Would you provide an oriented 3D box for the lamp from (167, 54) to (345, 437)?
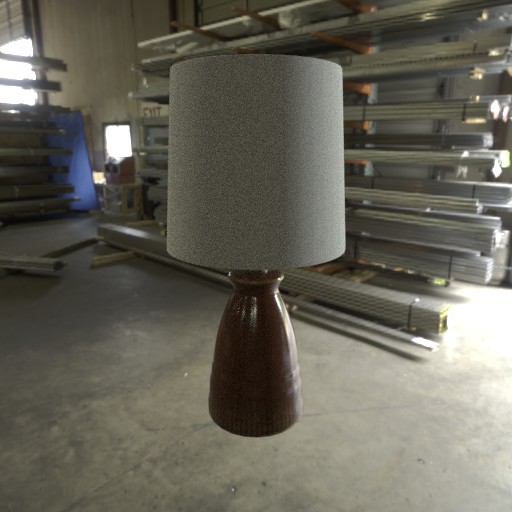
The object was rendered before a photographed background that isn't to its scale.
[{"bbox_3d":[0.000,0.000,0.474,0.186,0.369,0.186,0,14,0],"label":"lamp"}]
